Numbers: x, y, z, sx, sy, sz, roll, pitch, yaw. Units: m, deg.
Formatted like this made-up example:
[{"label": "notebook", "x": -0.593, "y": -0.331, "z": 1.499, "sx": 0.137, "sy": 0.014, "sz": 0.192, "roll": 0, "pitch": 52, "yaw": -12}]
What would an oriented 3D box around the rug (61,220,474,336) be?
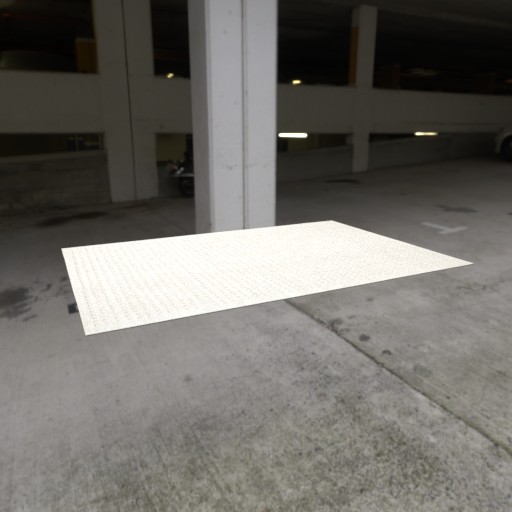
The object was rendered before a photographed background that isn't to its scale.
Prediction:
[{"label": "rug", "x": 0.000, "y": 0.000, "z": 2.932, "sx": 2.289, "sy": 0.006, "sz": 1.523, "roll": -8, "pitch": 18, "yaw": -25}]
